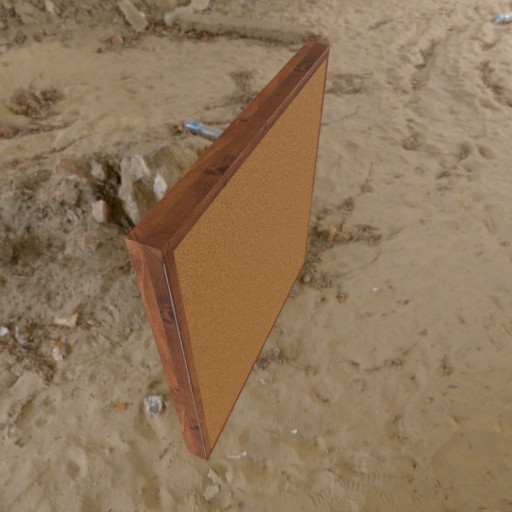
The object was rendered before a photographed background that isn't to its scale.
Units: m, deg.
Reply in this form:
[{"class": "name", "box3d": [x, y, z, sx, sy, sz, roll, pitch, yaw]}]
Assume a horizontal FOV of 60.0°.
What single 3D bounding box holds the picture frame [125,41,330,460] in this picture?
[{"class": "picture frame", "box3d": [0.000, 0.000, 0.514, 0.028, 0.356, 0.352, 17, 48, 16]}]
